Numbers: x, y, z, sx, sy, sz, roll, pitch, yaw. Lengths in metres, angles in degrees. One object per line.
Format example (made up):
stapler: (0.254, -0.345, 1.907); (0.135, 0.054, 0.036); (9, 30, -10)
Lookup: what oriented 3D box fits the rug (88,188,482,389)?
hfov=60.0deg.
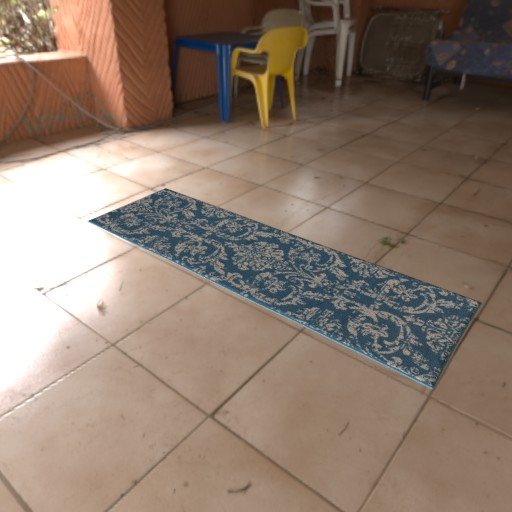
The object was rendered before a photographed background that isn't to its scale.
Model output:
rug: (0.000, 0.000, 2.446); (2.196, 0.011, 0.662); (23, 38, 32)
